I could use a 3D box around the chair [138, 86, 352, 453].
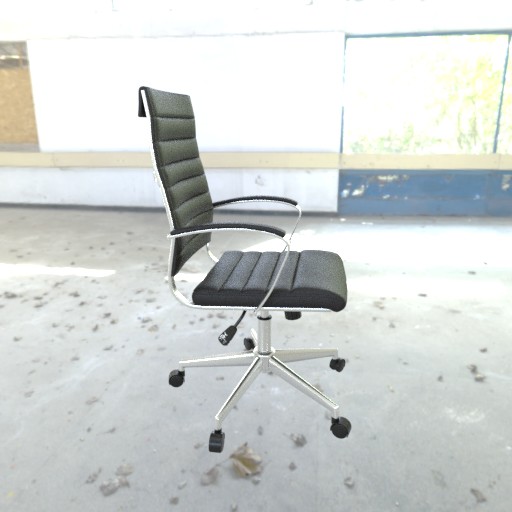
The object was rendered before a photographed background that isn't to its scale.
[{"bbox_3d":[0.000,0.000,1.636,0.739,1.149,0.766,3,17,9],"label":"chair"}]
